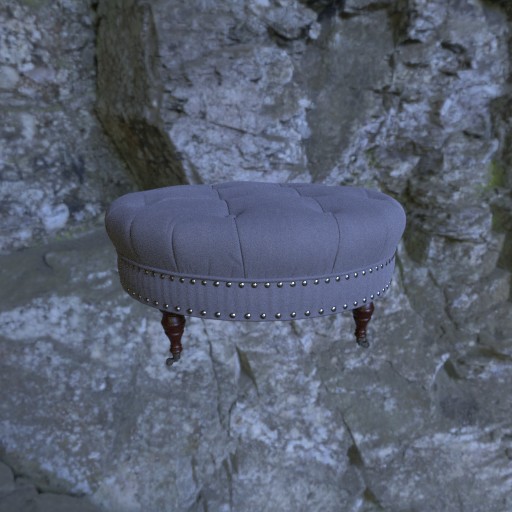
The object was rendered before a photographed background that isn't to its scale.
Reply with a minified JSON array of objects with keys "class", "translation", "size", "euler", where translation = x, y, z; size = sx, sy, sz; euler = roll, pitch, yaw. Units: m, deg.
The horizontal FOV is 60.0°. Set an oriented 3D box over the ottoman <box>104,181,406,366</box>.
[{"class":"ottoman","translation":[0.000,0.000,1.425],"size":[0.901,0.439,0.901],"euler":[0,15,0]}]
